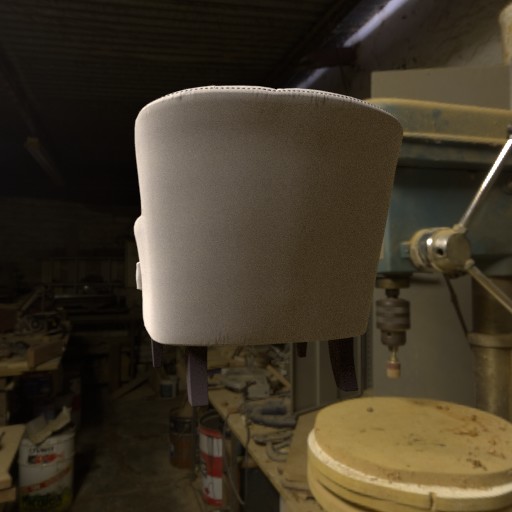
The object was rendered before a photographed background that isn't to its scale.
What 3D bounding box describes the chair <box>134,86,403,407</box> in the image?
[{"bbox_3d":[0.000,0.000,1.564,0.848,0.868,0.906,0,-1,-18],"label":"chair"}]
